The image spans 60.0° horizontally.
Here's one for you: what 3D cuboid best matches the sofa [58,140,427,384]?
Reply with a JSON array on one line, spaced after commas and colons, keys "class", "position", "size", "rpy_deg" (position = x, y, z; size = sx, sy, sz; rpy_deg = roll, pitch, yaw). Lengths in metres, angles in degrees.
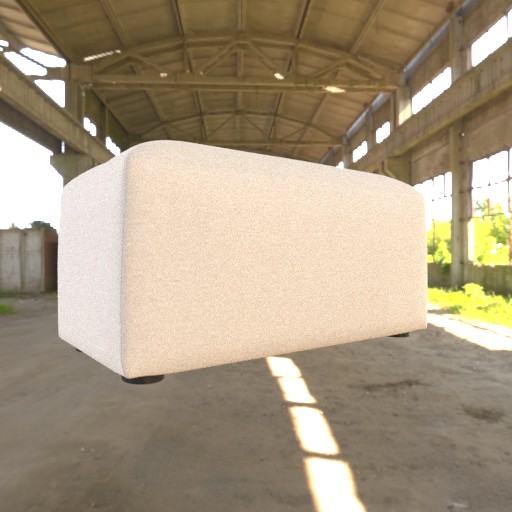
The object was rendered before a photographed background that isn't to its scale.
[{"class": "sofa", "position": [0.000, 0.000, 1.221], "size": [0.930, 0.470, 0.480], "rpy_deg": [0, 0, -36]}]
